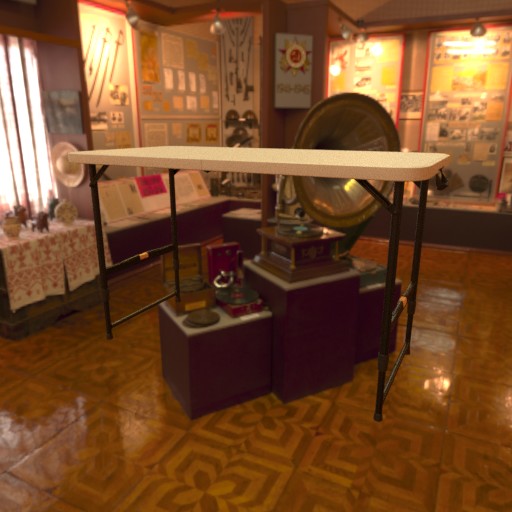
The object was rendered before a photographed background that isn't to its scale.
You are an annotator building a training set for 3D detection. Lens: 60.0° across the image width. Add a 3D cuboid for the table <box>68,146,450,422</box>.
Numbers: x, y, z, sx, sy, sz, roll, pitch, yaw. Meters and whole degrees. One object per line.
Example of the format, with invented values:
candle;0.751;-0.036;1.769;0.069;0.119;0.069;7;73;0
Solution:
table;0.000;0.000;1.626;1.245;0.737;0.611;9;19;27
